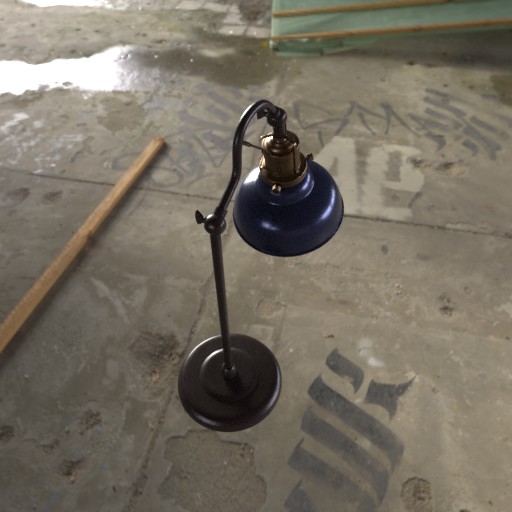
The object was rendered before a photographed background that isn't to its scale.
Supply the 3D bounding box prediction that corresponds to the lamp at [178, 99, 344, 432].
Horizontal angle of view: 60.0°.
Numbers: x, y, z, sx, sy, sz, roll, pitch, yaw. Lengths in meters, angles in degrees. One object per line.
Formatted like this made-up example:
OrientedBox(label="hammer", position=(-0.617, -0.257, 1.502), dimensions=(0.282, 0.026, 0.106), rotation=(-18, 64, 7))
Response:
OrientedBox(label="lamp", position=(0.000, 0.000, 0.687), dimensions=(0.192, 0.508, 0.374), rotation=(24, 52, 21))
